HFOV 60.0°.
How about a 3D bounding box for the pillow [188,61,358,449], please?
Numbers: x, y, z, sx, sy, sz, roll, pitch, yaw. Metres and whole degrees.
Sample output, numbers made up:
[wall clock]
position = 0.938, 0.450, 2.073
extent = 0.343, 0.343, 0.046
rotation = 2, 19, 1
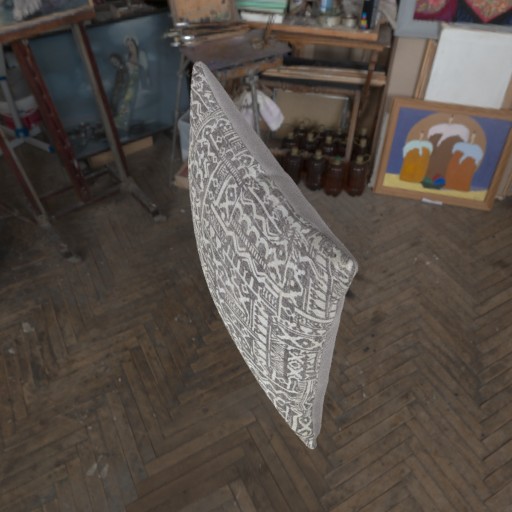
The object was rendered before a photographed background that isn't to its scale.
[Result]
[pillow]
position = 0.000, 0.000, 0.789
extent = 0.180, 0.487, 0.546
rotation = -17, 49, -15
